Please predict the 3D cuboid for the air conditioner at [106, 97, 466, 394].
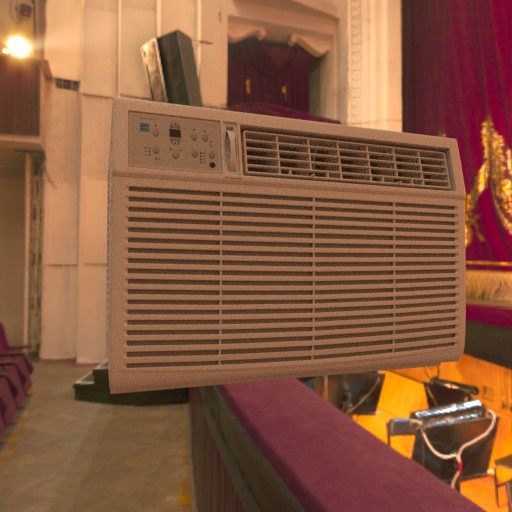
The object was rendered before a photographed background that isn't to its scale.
[{"bbox_3d":[0.000,0.000,1.017,0.645,0.455,0.599,1,-2,-19],"label":"air conditioner"}]
